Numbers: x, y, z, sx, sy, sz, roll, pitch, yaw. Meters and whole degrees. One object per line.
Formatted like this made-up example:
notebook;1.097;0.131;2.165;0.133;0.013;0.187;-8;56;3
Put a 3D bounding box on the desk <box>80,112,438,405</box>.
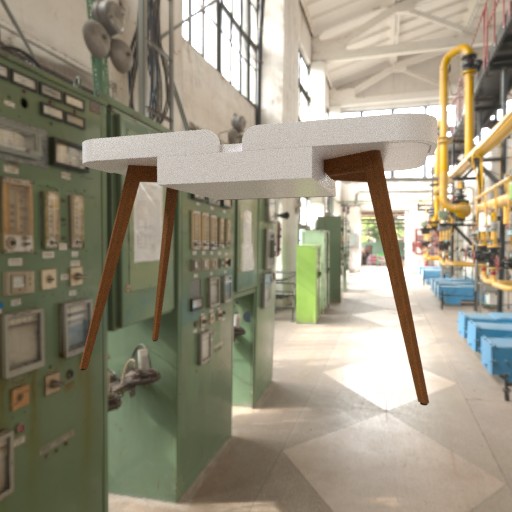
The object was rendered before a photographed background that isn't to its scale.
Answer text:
desk;0.000;0.000;1.630;1.206;0.807;0.534;0;2;18
